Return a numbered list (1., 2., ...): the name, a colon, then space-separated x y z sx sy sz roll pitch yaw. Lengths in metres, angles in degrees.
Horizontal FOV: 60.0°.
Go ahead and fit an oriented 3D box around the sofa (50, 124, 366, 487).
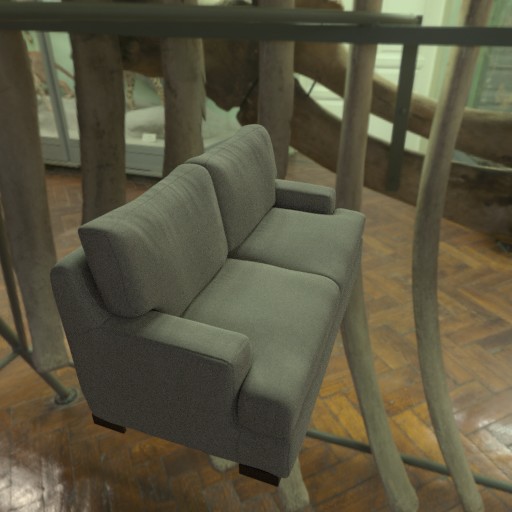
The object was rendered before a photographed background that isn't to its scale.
1. sofa: 0.000 0.000 2.359 0.962 0.980 1.855 10 31 17
